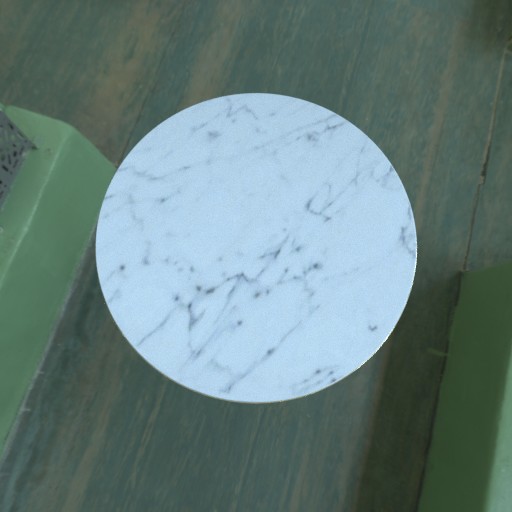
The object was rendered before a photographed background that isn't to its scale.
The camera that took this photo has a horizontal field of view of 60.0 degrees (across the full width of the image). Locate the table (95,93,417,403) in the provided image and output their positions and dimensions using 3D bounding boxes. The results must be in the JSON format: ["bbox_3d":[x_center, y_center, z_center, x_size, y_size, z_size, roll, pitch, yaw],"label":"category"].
[{"bbox_3d":[0.000,0.000,1.316,0.800,0.450,0.800,0,76,0],"label":"table"}]
